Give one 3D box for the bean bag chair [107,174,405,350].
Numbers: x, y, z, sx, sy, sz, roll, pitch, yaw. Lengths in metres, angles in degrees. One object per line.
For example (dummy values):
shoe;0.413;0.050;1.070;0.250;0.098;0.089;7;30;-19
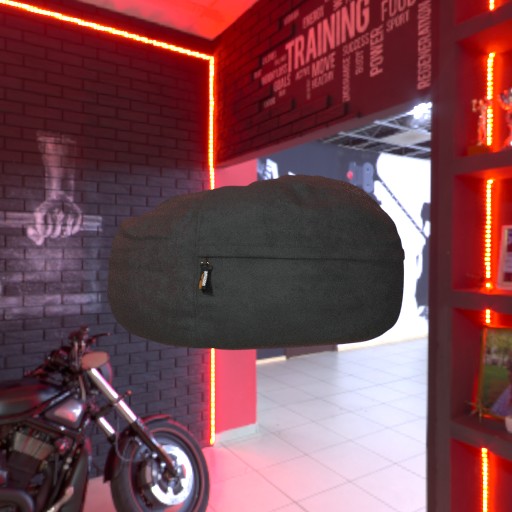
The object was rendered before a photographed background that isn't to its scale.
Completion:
bean bag chair;0.000;0.000;2.403;1.525;0.751;1.525;0;1;0
